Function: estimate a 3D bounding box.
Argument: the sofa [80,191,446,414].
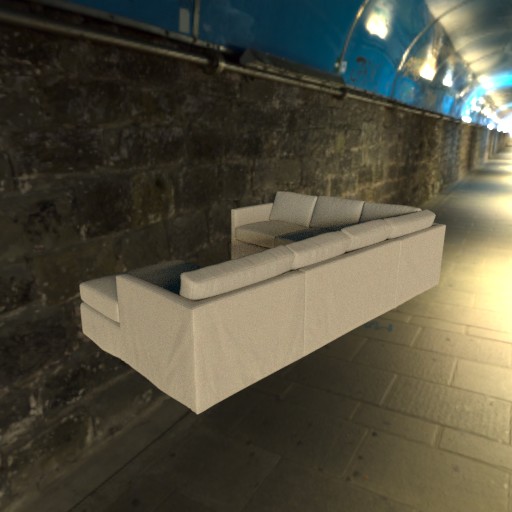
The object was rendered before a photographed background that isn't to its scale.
[{"bbox_3d":[0.000,0.000,4.559,3.460,0.882,2.427,-15,21,-43],"label":"sofa"}]
